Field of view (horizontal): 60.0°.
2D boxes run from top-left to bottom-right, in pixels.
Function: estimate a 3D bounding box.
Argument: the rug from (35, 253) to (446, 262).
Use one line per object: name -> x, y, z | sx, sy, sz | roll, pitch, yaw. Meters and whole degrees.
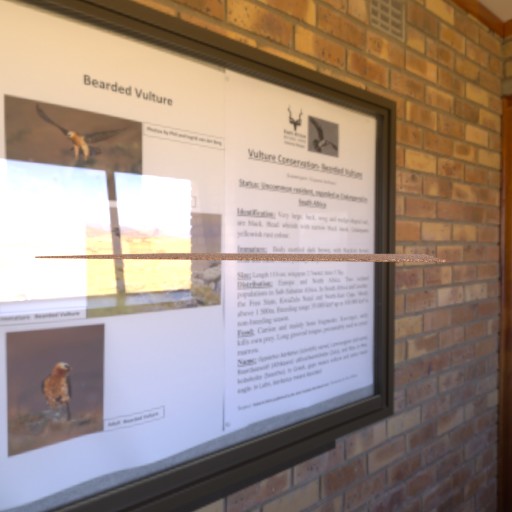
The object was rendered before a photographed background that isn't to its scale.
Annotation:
rug -> 0.000, 0.000, 2.862 | 2.141, 0.013, 1.566 | 0, 1, 18
